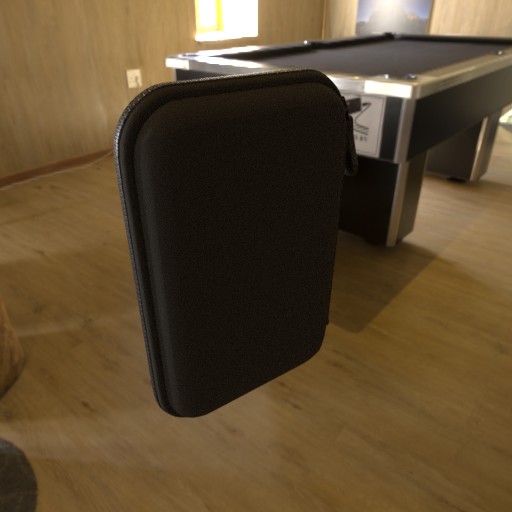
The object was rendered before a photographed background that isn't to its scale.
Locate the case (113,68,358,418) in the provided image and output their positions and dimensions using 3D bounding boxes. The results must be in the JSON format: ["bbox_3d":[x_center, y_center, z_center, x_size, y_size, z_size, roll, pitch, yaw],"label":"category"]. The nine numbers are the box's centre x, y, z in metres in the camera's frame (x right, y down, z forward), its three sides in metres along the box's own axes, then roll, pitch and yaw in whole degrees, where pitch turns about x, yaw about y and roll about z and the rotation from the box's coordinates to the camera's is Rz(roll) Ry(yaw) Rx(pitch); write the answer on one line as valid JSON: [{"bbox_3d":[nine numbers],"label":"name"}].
[{"bbox_3d":[0.000,0.000,0.191,0.107,0.147,0.030,-19,36,-29],"label":"case"}]
